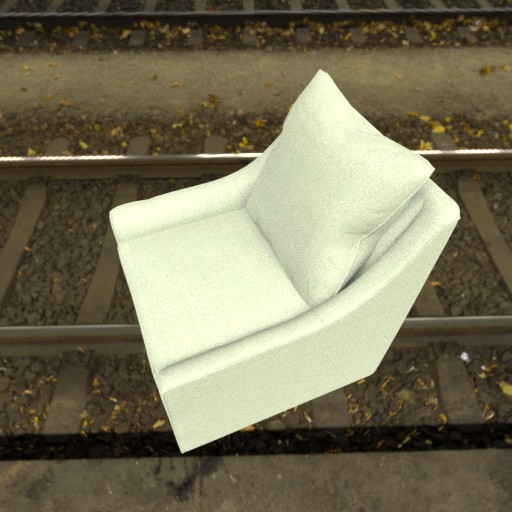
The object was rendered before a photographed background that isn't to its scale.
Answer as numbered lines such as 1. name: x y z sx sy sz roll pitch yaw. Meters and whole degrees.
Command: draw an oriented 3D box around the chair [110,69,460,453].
1. chair: 0.000 0.000 1.514 0.870 0.926 0.760 -17 50 -15
